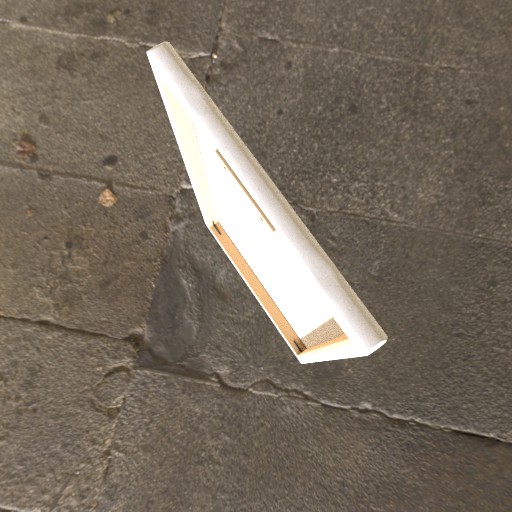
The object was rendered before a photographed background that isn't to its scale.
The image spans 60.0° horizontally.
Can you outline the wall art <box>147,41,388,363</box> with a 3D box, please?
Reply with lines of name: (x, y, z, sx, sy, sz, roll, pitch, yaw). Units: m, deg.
wall art: (0.000, 0.000, 1.117, 0.048, 0.902, 0.602, -33, 78, -8)
